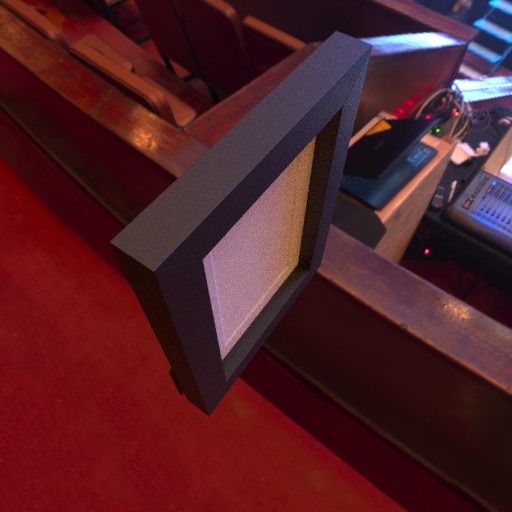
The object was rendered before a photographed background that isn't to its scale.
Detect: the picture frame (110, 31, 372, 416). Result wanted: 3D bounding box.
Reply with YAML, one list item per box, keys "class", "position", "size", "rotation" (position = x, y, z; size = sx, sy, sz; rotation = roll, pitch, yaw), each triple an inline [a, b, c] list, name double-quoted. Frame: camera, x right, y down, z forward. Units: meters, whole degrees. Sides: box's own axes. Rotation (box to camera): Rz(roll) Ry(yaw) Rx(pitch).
- class: "picture frame"
  position: [0.000, 0.000, 0.273]
  size: [0.028, 0.208, 0.157]
  rotation: [31, 63, 18]
